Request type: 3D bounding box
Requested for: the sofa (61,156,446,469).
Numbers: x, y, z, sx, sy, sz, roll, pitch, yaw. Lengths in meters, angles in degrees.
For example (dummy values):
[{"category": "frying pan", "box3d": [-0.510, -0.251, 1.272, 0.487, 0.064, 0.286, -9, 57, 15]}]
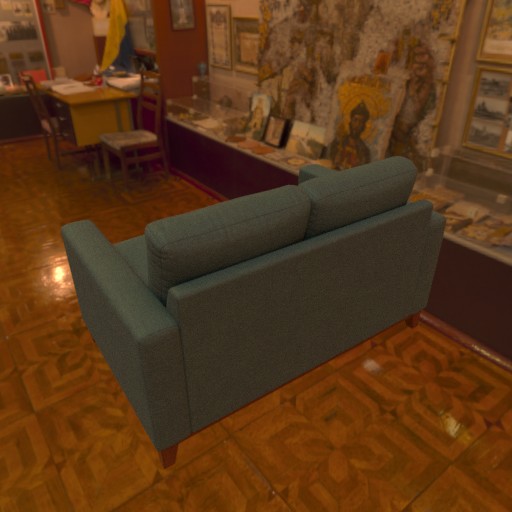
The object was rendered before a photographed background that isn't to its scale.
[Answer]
[{"category": "sofa", "box3d": [0.000, 0.000, 2.082, 1.489, 0.903, 0.955, -19, 36, -29]}]
